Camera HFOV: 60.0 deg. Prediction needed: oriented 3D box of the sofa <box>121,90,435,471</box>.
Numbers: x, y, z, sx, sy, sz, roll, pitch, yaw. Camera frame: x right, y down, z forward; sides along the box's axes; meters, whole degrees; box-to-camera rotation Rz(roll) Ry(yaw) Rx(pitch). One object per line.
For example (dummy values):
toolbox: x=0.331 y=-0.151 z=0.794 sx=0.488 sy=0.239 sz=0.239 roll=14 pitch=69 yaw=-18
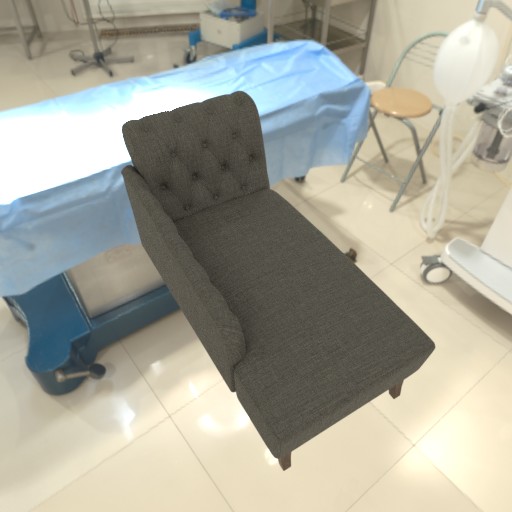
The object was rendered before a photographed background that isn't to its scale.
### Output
sofa: x=0.000 y=0.000 z=1.831 sx=0.675 sy=0.787 sz=1.379 roll=-23 pitch=50 yaw=-21
